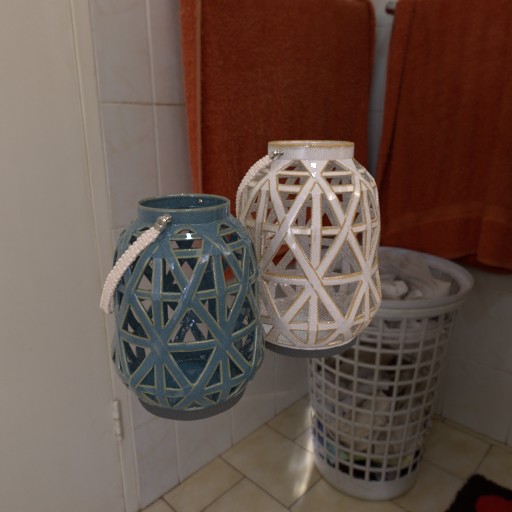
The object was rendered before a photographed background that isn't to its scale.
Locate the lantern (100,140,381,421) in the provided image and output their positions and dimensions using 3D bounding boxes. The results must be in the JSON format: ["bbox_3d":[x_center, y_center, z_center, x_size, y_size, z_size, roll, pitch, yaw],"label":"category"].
[{"bbox_3d":[0.000,0.000,0.628,0.439,0.307,0.245,-16,23,-42],"label":"lantern"}]
